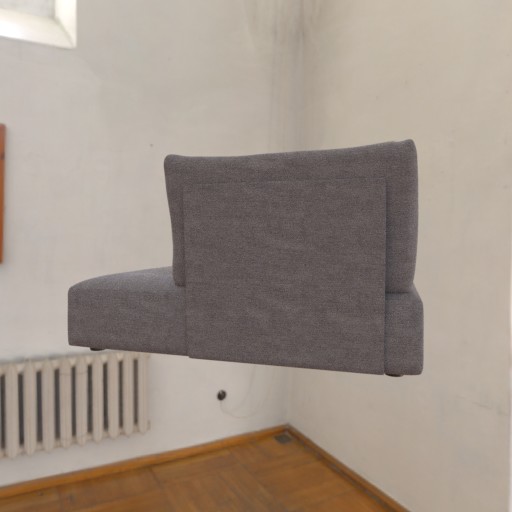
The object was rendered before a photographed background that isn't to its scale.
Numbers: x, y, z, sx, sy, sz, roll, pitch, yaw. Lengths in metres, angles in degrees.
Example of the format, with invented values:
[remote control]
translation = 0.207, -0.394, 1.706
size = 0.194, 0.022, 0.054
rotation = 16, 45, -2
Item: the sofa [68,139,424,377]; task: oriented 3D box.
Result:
[sofa]
translation = 0.000, 0.000, 2.098
size = 1.450, 0.820, 1.002
rotation = 1, 3, 17
